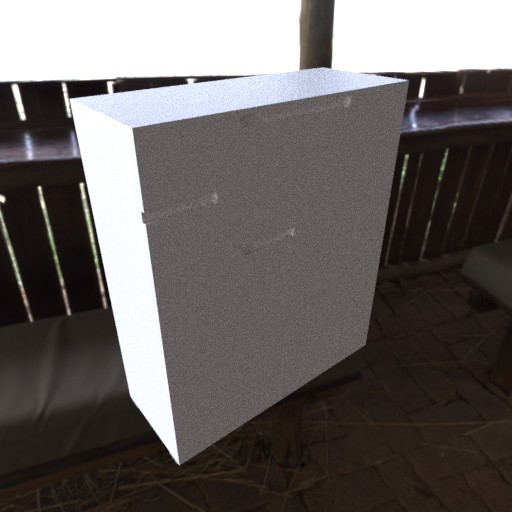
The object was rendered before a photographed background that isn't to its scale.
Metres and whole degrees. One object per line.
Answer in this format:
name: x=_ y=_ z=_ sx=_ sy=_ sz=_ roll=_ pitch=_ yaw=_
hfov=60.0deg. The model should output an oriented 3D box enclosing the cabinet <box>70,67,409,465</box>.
cabinet: x=0.000 y=0.000 z=1.661 sx=1.000 sy=1.190 sz=0.400 roll=-22 pitch=37 yaw=-32
